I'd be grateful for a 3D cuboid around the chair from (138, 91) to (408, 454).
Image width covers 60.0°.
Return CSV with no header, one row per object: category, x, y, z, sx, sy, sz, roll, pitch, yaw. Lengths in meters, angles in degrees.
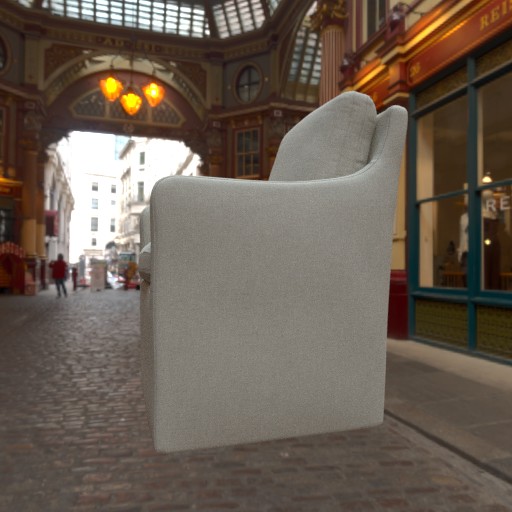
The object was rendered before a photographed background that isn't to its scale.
chair,0.000,0.000,1.369,0.694,0.914,0.626,0,-1,-17
